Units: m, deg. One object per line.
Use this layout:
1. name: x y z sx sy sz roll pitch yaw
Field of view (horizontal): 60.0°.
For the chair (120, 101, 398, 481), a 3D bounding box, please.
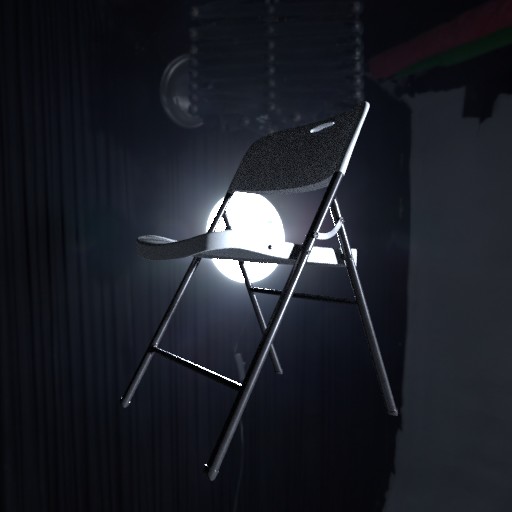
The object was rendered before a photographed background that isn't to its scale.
1. chair: 0.000 0.000 1.161 0.566 0.810 0.494 -1 1 -36
